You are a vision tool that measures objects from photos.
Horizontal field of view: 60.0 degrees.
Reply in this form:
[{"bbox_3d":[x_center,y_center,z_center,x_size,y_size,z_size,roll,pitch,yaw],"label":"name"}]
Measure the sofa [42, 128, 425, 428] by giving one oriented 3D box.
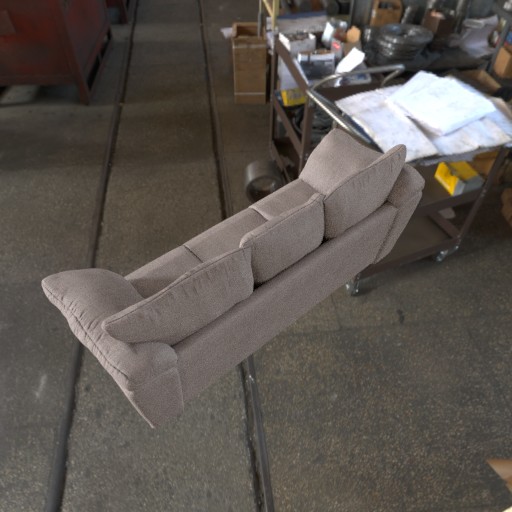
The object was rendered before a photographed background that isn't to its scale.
[{"bbox_3d":[0.000,0.000,2.852,2.334,0.996,0.878,-32,55,-26],"label":"sofa"}]
